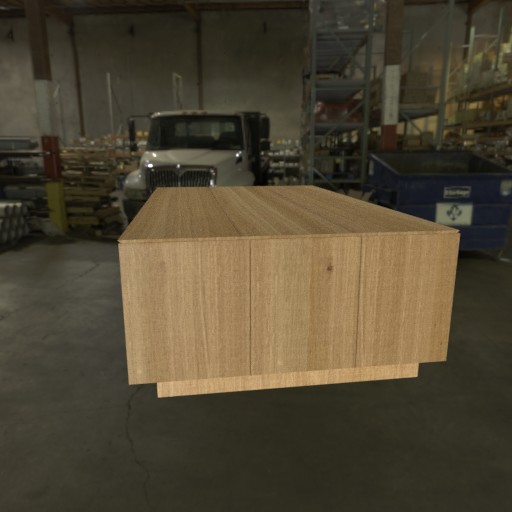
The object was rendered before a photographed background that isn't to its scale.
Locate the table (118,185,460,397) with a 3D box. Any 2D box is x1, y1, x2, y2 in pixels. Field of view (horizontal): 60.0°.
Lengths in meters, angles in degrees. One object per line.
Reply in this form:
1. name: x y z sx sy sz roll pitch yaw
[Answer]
1. table: 0.000 0.000 1.432 0.678 0.353 1.110 -2 14 -8
